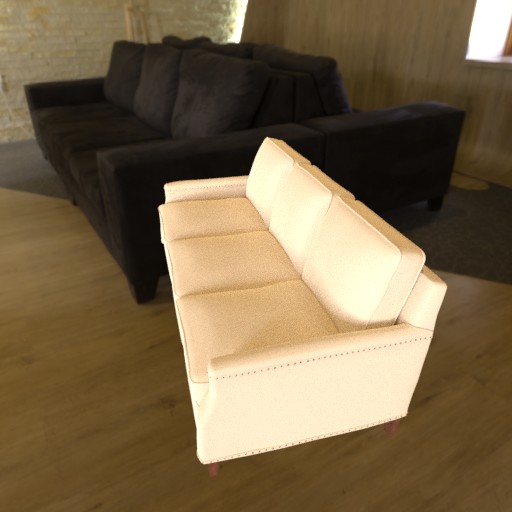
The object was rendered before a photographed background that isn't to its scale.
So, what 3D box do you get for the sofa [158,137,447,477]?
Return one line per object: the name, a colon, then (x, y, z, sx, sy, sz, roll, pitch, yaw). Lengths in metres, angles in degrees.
sofa: (0.000, 0.000, 2.774, 1.084, 1.003, 2.246, -7, 29, -13)
